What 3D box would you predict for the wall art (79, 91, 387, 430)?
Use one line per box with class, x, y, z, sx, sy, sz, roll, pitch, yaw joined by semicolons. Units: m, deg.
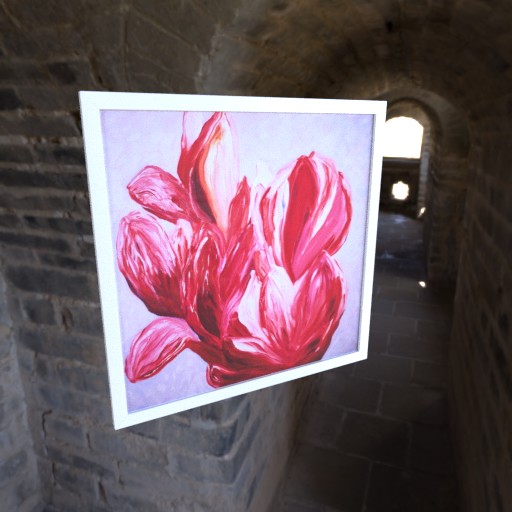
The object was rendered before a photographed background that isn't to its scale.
wall art;0.000;0.000;0.978;0.664;0.661;0.020;-8;18;-25
